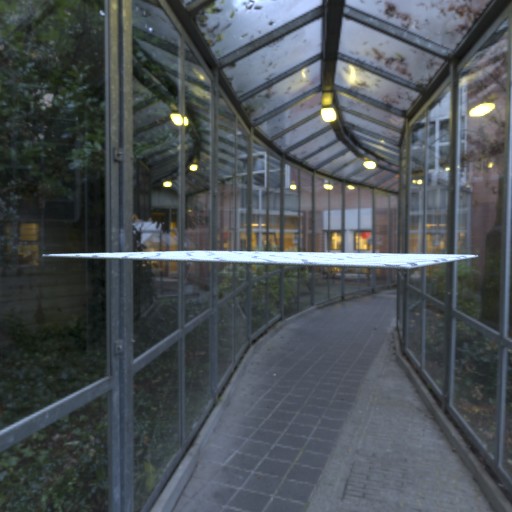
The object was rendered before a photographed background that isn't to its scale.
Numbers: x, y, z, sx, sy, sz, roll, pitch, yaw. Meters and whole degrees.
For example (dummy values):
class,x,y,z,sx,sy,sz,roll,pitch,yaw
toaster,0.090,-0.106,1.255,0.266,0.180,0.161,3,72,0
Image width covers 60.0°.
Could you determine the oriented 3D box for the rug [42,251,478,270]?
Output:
class,x,y,z,sx,sy,sz,roll,pitch,yaw
rug,0.000,0.000,2.850,2.365,0.017,1.521,1,2,35
